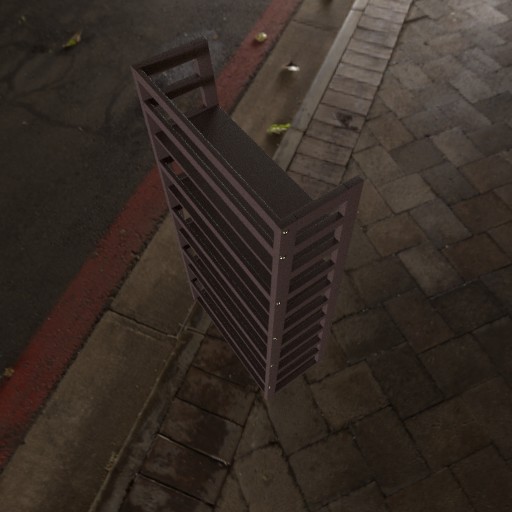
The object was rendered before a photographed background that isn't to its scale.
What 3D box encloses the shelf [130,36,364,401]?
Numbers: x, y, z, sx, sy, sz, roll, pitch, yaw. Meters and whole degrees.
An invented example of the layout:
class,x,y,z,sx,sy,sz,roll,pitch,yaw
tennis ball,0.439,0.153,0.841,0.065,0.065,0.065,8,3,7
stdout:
class,x,y,z,sx,sy,sz,roll,pitch,yaw
shelf,0.000,0.000,1.936,0.403,1.600,0.763,-31,63,-18
